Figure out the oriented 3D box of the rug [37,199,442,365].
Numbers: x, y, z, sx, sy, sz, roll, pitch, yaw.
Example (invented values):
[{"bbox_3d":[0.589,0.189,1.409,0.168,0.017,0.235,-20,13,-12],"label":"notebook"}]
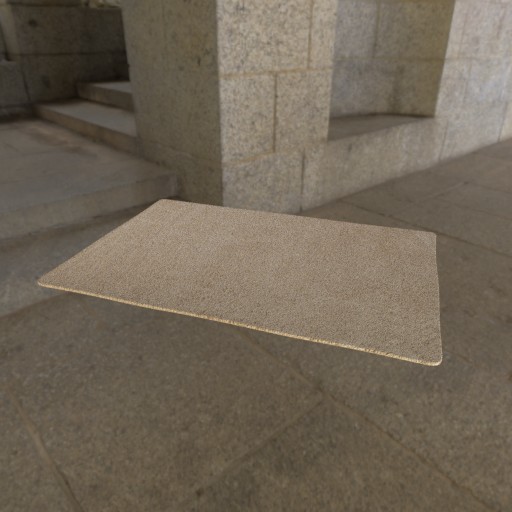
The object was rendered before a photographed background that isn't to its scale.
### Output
[{"bbox_3d":[0.000,0.000,3.493,2.700,0.024,1.801,9,29,17],"label":"rug"}]
